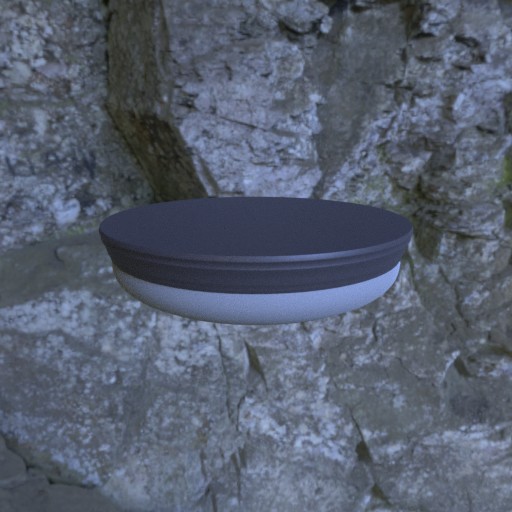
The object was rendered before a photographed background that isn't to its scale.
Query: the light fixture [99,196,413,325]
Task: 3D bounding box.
[{"bbox_3d":[0.000,0.000,0.560,0.368,0.100,0.368,0,15,0],"label":"light fixture"}]
